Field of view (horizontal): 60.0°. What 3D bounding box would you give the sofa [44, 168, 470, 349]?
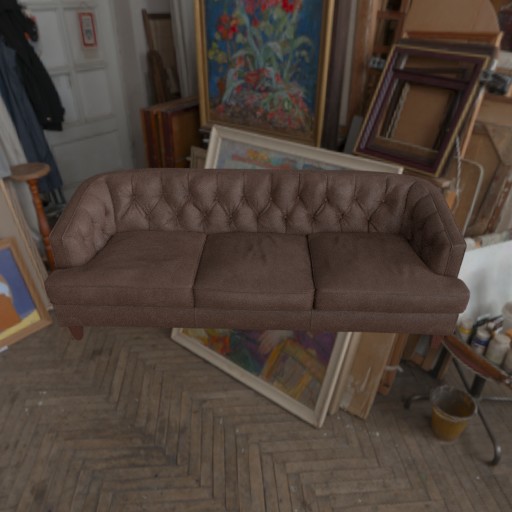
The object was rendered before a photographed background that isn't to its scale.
[{"bbox_3d":[0.000,0.000,2.668,2.227,0.787,0.927,1,31,2],"label":"sofa"}]
